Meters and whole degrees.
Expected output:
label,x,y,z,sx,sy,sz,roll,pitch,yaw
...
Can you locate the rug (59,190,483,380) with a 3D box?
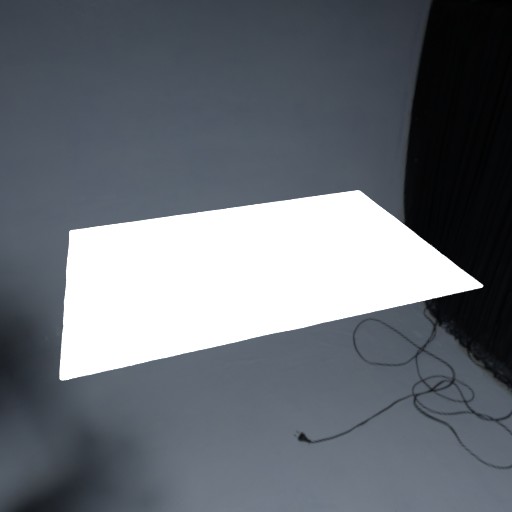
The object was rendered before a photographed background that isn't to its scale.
label,x,y,z,sx,sy,sz,roll,pitch,yaw
rug,0.000,0.000,3.015,2.442,0.010,1.546,-10,33,-15
